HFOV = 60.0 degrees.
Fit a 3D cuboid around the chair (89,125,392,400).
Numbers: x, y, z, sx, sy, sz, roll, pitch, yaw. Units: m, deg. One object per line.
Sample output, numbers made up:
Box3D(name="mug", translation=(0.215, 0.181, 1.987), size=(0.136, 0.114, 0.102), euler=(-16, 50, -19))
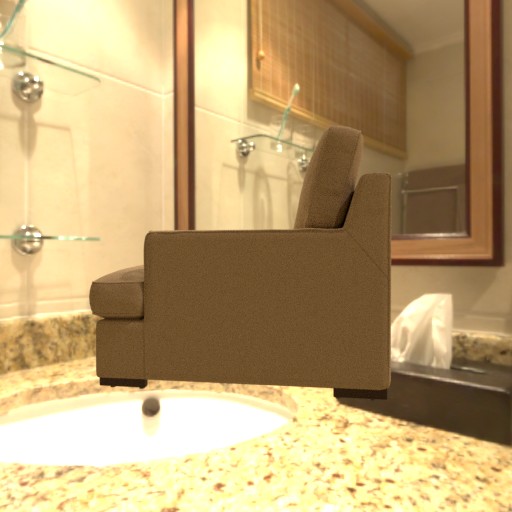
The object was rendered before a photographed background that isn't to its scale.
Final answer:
Box3D(name="chair", translation=(0.000, 0.000, 2.192), size=(1.274, 1.005, 1.293), euler=(0, 0, 1))
